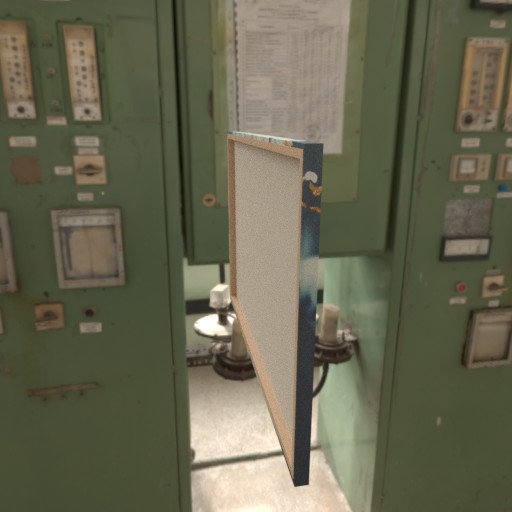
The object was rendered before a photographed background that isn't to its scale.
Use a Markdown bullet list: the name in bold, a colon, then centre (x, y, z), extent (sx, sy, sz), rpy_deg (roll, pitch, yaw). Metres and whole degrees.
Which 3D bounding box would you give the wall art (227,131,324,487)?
- **wall art**: centre (0.000, 0.000, 1.438), extent (0.035, 0.759, 1.138), rpy_deg (-3, 17, -10)
